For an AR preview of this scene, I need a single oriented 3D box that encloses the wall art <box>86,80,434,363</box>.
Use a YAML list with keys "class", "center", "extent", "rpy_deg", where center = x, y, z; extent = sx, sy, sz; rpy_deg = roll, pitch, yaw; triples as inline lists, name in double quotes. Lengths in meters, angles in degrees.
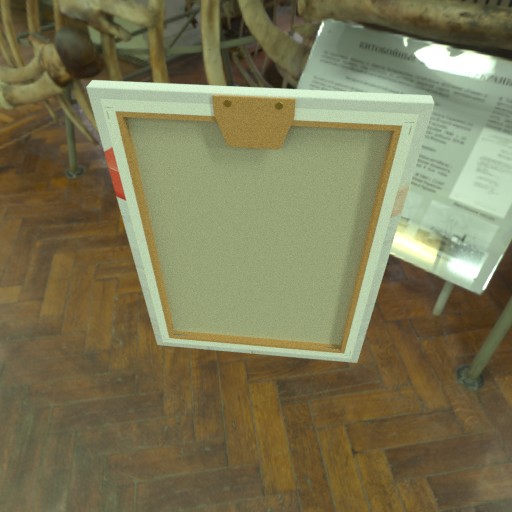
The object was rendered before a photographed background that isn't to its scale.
- class: "wall art"
  center: [0.000, 0.000, 1.326]
  extent: [0.759, 1.014, 0.045]
  rpy_deg: [4, 45, 4]
